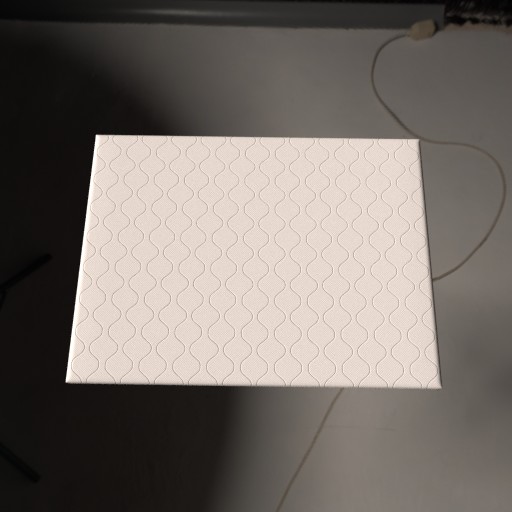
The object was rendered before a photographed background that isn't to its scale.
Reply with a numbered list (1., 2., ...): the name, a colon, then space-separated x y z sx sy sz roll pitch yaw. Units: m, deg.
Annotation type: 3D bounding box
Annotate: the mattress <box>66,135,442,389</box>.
1. mattress: 0.000 0.000 2.487 1.900 0.200 1.400 1 75 0
